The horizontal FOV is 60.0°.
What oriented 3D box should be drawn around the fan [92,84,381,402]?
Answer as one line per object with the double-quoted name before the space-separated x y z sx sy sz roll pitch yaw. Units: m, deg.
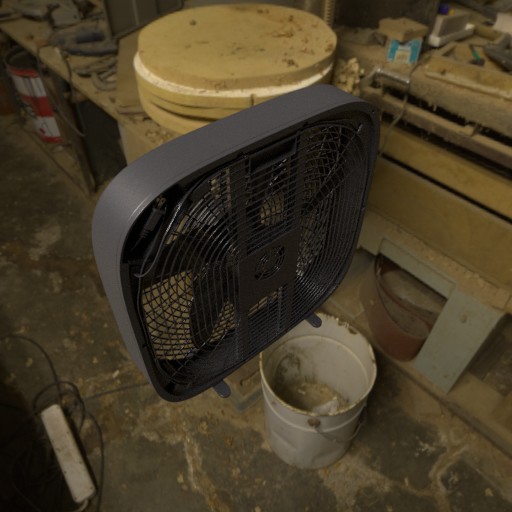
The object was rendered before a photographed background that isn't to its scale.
"fan" 0.000 0.000 0.809 0.526 0.533 0.142 -31 53 -27
